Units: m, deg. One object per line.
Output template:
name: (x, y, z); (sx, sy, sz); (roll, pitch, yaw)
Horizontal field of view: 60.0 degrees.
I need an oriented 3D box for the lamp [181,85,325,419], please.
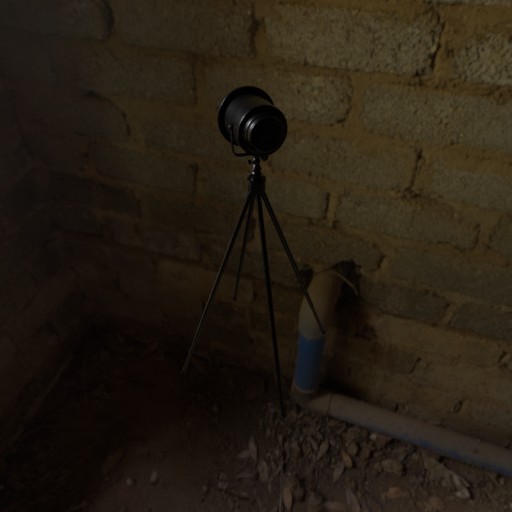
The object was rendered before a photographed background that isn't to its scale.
lamp: (0.000, 0.000, 2.078); (0.879, 1.504, 0.884); (-13, 43, -14)
